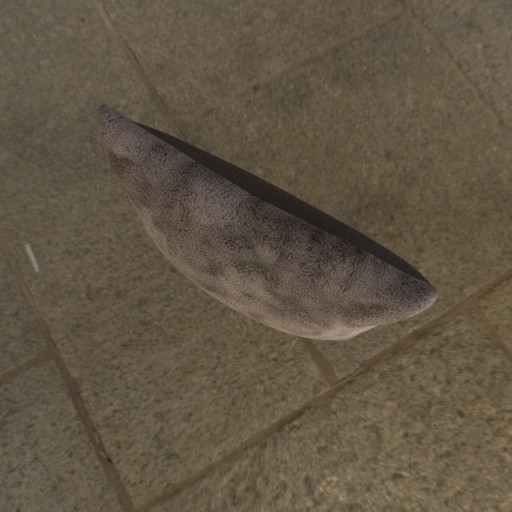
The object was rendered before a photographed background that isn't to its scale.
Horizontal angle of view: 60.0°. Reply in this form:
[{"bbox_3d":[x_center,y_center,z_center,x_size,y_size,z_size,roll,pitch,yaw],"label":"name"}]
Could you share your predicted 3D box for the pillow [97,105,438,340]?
[{"bbox_3d":[0.000,0.000,0.808,0.522,0.520,0.204,29,77,7],"label":"pillow"}]
